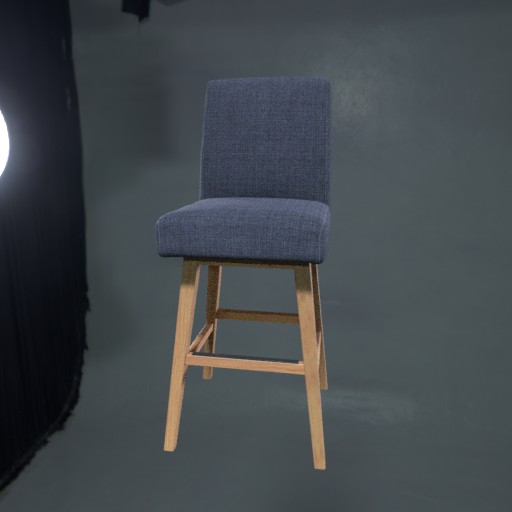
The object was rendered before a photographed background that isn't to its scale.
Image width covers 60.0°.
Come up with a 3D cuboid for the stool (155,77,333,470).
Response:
[{"bbox_3d":[0.000,0.000,1.392,0.483,1.112,0.570,2,15,9],"label":"stool"}]
